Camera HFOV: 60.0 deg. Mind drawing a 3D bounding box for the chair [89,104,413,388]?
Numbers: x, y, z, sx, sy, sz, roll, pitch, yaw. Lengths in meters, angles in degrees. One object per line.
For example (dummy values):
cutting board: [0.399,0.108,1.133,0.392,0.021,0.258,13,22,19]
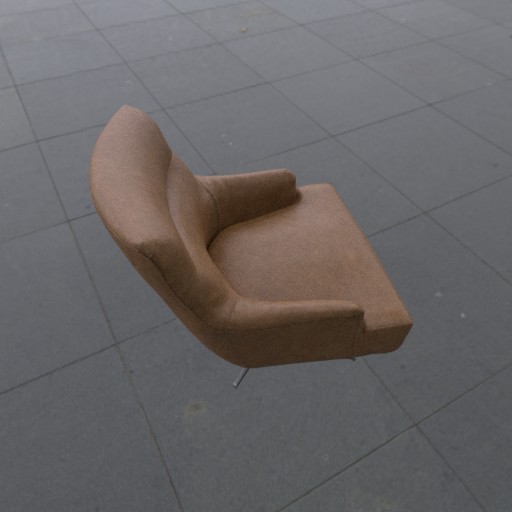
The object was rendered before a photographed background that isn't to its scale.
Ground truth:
chair: [0.000,0.000,1.497,0.874,0.869,0.729,-10,48,-10]
